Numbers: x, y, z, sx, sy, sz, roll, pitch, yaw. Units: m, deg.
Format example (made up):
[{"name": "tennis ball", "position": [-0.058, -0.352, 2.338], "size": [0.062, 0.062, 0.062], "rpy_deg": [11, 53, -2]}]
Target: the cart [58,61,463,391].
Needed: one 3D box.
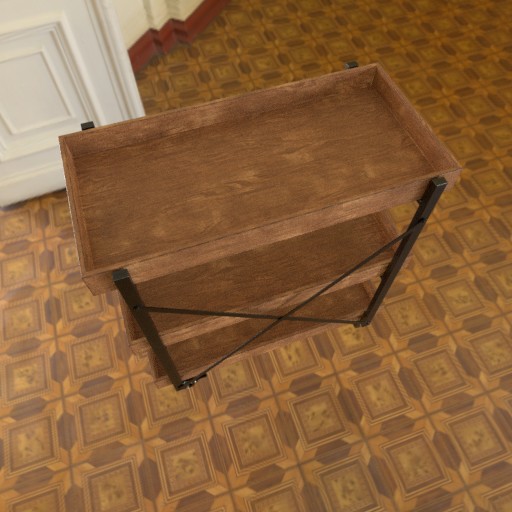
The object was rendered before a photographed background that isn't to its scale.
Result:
[{"name": "cart", "position": [0.000, 0.000, 1.241], "size": [0.750, 0.800, 0.411], "rpy_deg": [-17, 60, -10]}]
